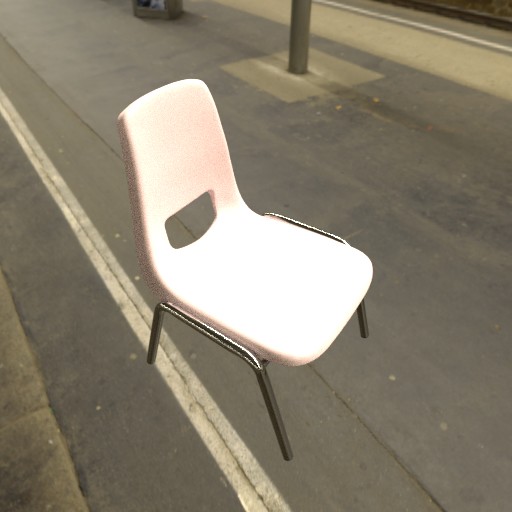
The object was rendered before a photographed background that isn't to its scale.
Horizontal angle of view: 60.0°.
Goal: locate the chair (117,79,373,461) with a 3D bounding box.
[{"bbox_3d":[0.000,0.000,0.806,0.385,0.537,0.354,24,46,26],"label":"chair"}]
